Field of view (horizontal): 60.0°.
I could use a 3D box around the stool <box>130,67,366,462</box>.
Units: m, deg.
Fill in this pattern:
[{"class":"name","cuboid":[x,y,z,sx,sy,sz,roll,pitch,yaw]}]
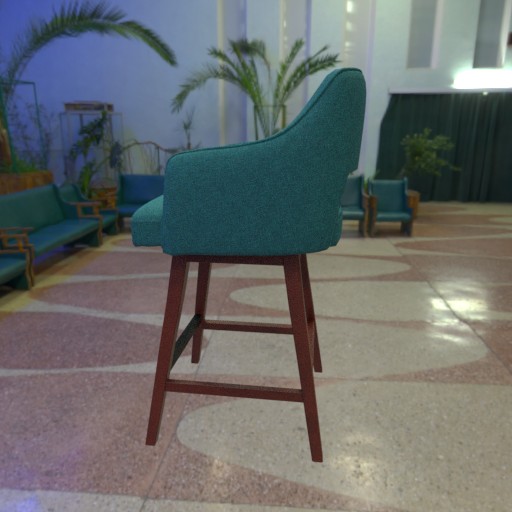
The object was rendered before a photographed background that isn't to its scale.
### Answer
[{"class":"stool","cuboid":[0.000,0.000,1.264,0.556,0.961,0.548,2,16,8]}]
